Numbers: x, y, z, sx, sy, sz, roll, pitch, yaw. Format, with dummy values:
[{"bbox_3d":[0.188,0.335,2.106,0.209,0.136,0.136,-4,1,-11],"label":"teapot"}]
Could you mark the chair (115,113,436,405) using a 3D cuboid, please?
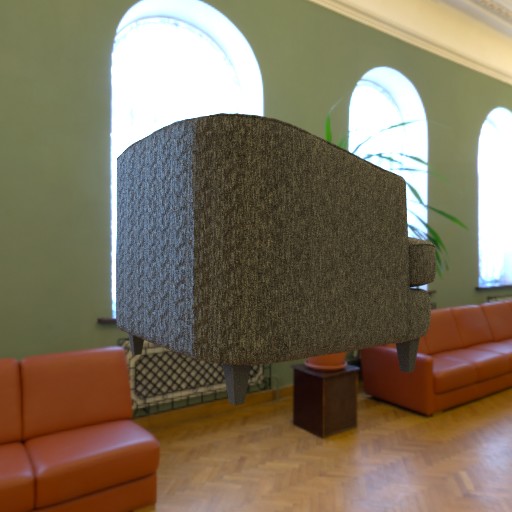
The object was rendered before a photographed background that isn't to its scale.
[{"bbox_3d":[0.000,0.000,1.809,0.941,0.852,1.104,0,0,-36],"label":"chair"}]
